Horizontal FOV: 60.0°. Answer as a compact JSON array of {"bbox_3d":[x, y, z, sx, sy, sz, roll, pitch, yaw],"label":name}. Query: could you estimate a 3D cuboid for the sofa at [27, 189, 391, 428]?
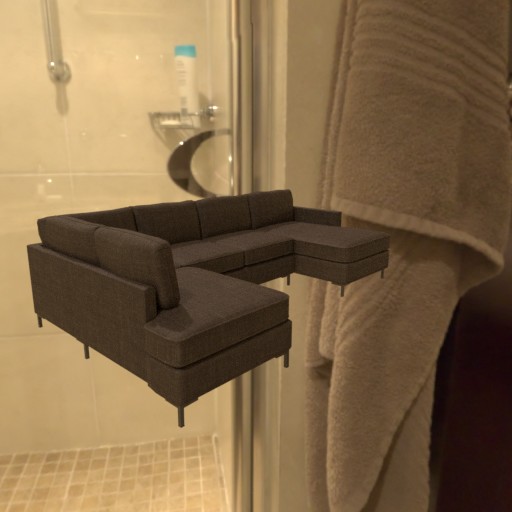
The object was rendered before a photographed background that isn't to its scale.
[{"bbox_3d":[0.000,0.000,4.200,2.048,0.999,3.423,13,19,41],"label":"sofa"}]
